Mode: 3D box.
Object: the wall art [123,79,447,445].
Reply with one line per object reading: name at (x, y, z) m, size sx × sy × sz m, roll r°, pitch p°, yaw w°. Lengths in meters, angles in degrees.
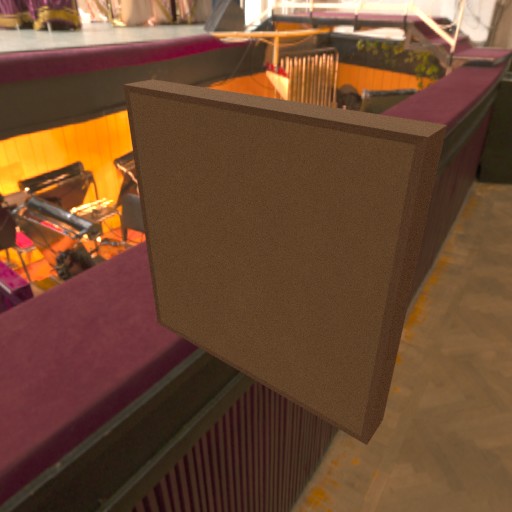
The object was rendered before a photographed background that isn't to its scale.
wall art at (0.000, 0.000, 0.450) m, size 0.304 × 0.303 × 0.038 m, roll 22°, pitch 37°, yaw 32°
